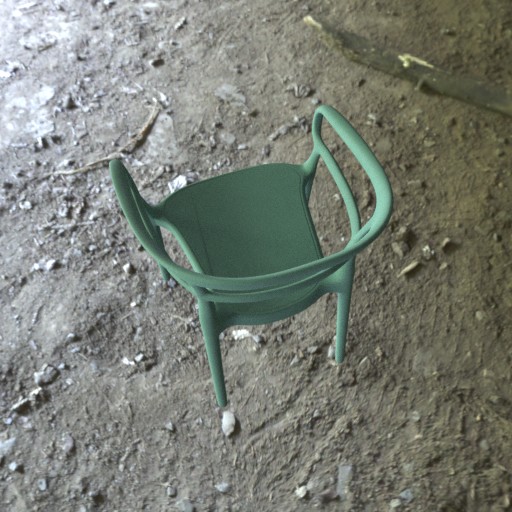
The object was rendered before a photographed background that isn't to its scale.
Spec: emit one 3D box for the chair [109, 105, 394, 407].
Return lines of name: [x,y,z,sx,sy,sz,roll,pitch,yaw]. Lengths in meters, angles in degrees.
chair: [0.000,0.000,1.160,0.559,0.761,0.527,-18,61,-10]
